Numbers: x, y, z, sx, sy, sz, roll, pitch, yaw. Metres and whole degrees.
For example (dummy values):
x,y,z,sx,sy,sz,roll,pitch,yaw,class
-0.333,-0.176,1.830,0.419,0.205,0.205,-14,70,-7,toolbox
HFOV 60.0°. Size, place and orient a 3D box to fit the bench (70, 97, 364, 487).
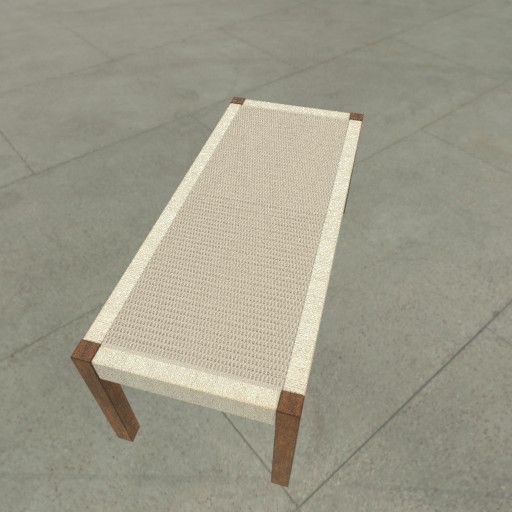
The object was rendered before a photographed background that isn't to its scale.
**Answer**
x,y,z,sx,sy,sz,roll,pitch,yaw,class
0.000,0.000,1.473,0.507,0.457,1.198,11,48,10,bench
